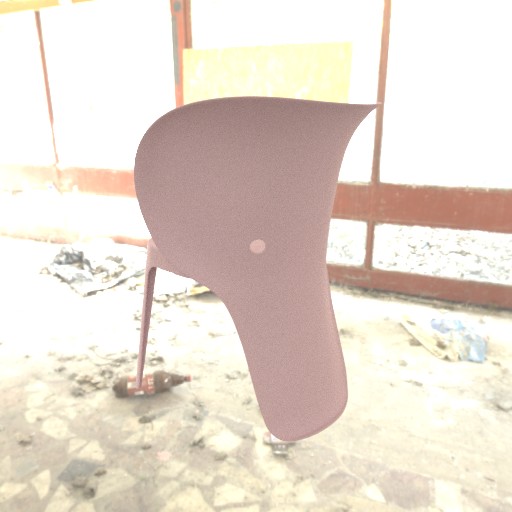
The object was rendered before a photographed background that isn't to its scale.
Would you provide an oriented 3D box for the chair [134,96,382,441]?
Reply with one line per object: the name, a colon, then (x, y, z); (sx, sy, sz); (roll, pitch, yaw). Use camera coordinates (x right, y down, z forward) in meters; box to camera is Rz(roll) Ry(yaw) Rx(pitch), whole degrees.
chair: (0.000, 0.000, 0.846); (0.402, 0.554, 0.451); (16, 23, 42)
